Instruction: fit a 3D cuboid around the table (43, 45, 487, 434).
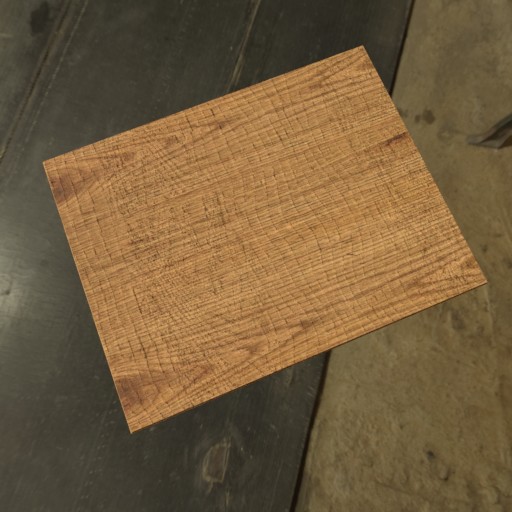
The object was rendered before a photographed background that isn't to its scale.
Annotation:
[{"bbox_3d":[0.000,0.000,1.034,0.601,0.625,0.494,-22,78,-5],"label":"table"}]
